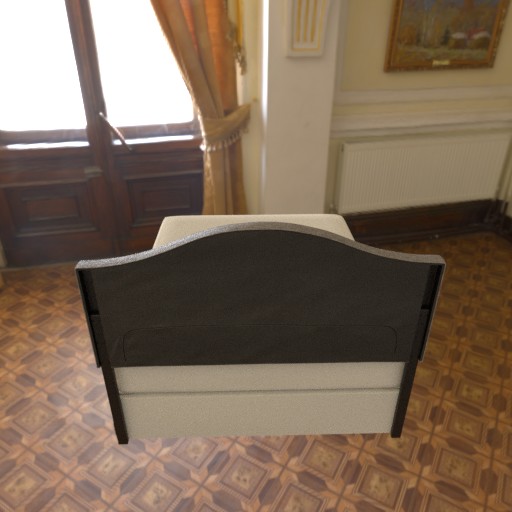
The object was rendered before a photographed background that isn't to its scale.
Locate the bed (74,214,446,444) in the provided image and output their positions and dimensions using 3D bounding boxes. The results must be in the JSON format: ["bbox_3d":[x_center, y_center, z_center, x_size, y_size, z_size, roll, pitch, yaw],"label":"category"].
[{"bbox_3d":[0.000,0.000,2.905,1.610,1.295,1.870,-1,29,-1],"label":"bed"}]
